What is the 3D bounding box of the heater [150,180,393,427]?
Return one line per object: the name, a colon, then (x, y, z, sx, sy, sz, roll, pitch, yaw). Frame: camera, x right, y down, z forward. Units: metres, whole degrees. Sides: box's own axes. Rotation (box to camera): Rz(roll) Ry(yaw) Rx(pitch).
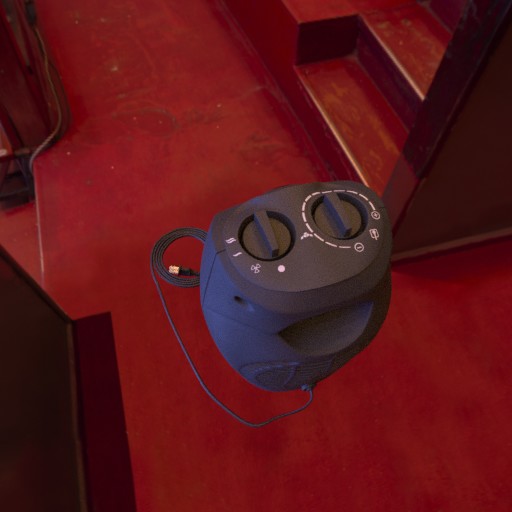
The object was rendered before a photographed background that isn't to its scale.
heater: (0.000, 0.000, 0.474, 0.239, 0.240, 0.291, -16, 60, -9)
